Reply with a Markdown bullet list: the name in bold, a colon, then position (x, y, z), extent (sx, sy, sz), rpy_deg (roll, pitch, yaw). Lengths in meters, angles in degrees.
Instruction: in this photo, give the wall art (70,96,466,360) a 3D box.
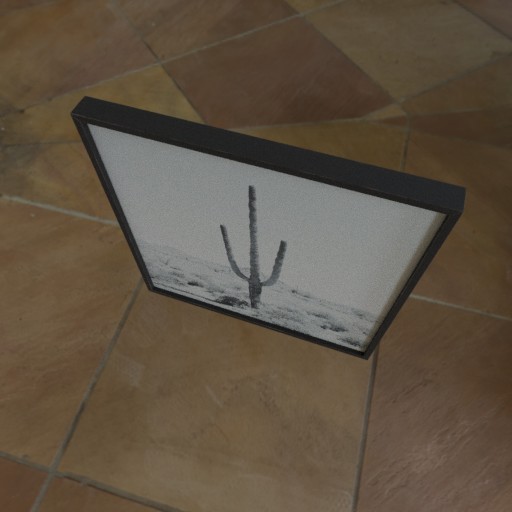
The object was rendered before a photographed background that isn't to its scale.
- **wall art**: position (0.000, 0.000, 0.768), extent (0.508, 0.508, 0.038), rpy_deg (16, 59, 10)
